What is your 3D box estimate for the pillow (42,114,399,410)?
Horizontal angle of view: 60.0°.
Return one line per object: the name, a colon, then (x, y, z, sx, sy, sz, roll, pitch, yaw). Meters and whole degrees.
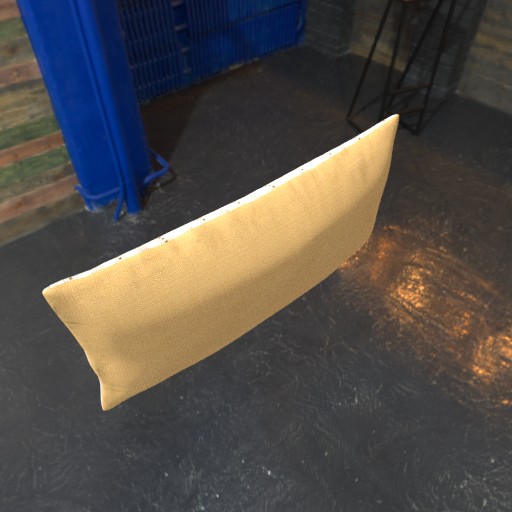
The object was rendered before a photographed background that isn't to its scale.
pillow: (0.000, 0.000, 0.714, 0.608, 0.291, 0.151, -30, 53, -26)
